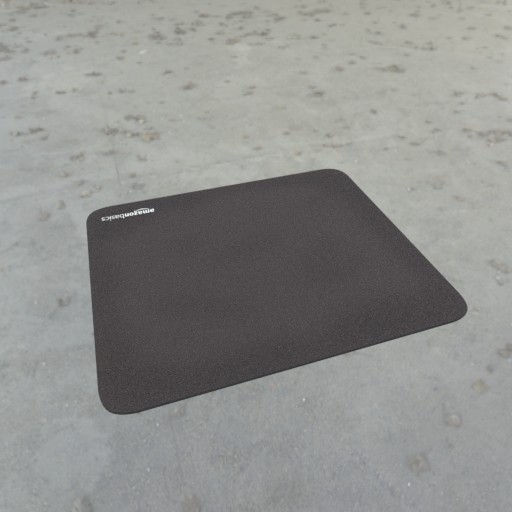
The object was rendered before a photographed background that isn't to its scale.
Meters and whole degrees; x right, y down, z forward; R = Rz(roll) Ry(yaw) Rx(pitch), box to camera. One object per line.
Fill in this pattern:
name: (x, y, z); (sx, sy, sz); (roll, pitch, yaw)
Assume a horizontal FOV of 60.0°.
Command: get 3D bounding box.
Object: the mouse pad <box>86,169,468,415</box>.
mouse pad: (0.000, 0.000, 0.347); (0.249, 0.002, 0.211); (-12, 42, -14)
